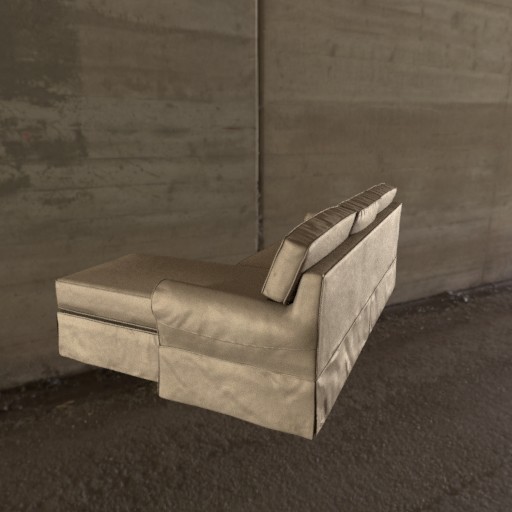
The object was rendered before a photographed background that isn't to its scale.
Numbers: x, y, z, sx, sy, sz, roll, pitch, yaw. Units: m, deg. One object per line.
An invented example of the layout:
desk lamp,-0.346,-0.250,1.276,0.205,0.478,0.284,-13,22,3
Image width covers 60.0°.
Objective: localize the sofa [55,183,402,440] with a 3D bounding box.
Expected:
sofa,0.000,0.000,3.293,1.733,0.978,2.475,7,17,24
